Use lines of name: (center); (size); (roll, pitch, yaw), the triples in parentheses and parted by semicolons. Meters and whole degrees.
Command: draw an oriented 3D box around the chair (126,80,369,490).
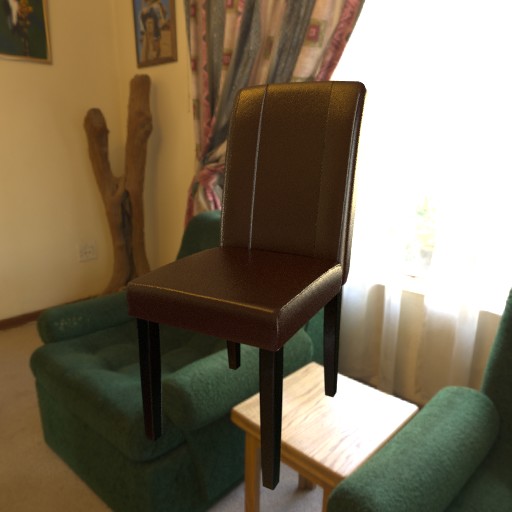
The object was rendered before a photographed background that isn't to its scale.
chair: (0.000, 0.000, 1.155); (0.399, 0.897, 0.556); (8, 17, 27)
